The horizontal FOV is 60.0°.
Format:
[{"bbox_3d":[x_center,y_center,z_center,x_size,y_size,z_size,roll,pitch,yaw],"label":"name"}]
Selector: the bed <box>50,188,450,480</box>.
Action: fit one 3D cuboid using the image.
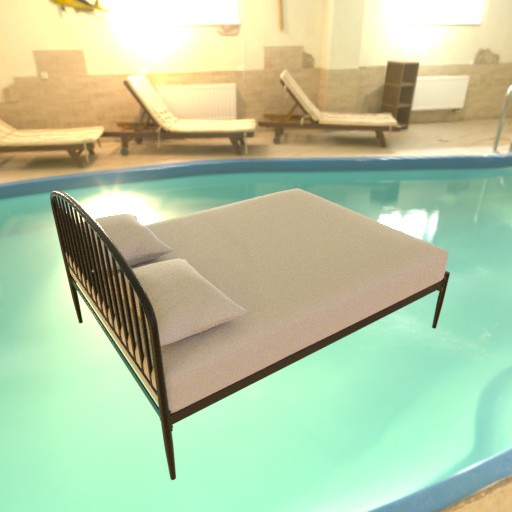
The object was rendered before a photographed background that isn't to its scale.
[{"bbox_3d":[0.000,0.000,3.036,2.159,1.166,1.618,-18,33,-31],"label":"bed"}]
